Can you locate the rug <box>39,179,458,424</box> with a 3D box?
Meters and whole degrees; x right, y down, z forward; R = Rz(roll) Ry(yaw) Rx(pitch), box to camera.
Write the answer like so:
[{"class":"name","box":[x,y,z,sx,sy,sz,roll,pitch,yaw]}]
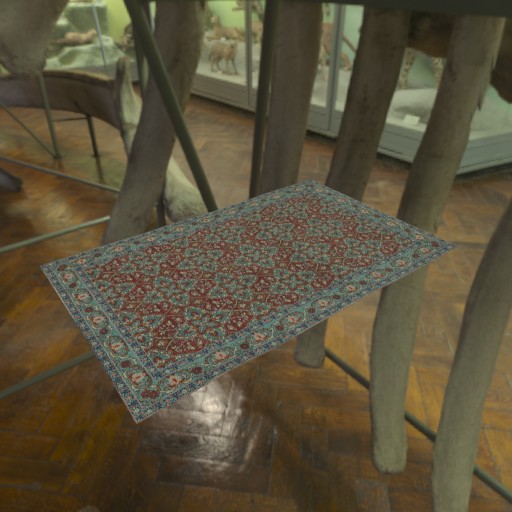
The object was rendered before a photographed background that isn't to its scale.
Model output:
[{"class":"rug","box":[0.000,0.000,3.034,2.439,0.011,1.533,-22,38,-31]}]
